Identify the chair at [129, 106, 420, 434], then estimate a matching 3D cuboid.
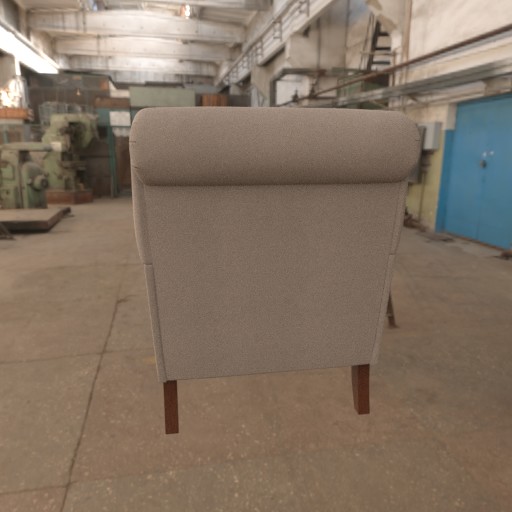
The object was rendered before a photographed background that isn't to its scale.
[{"bbox_3d":[0.000,0.000,1.558,0.766,0.942,0.842,-2,14,-9],"label":"chair"}]
